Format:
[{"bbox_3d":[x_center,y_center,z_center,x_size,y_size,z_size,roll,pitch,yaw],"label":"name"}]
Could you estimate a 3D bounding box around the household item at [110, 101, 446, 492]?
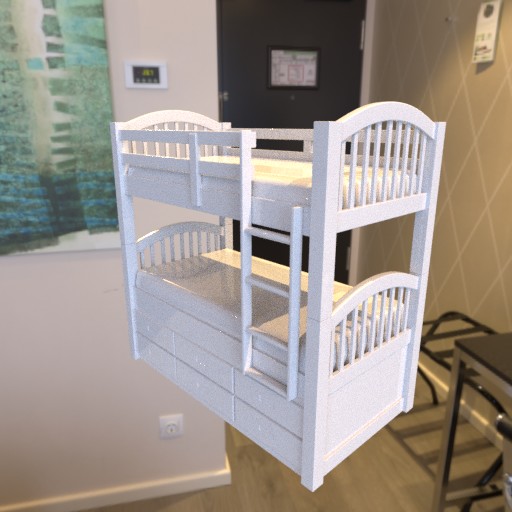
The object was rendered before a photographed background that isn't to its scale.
[{"bbox_3d":[0.000,0.000,3.185,1.143,2.032,2.032,-15,22,-41],"label":"household item"}]
